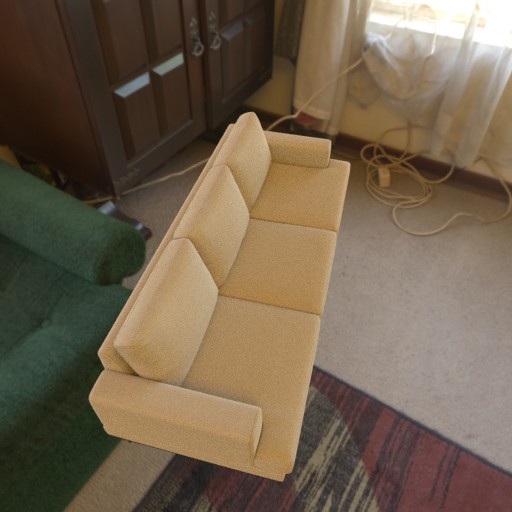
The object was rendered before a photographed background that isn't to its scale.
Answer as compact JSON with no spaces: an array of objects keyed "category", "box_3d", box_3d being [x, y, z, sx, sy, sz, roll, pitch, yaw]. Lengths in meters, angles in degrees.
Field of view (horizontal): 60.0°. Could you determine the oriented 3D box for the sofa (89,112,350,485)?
[{"category":"sofa","box_3d":[0.000,0.000,2.700,0.920,0.810,2.310,11,47,10]}]
